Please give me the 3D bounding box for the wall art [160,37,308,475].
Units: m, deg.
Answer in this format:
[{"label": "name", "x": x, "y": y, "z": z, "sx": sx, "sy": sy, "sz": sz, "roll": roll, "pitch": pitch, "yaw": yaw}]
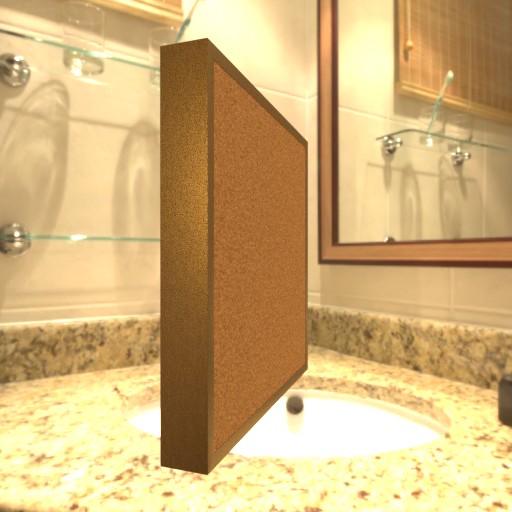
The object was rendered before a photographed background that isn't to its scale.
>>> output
[{"label": "wall art", "x": 0.000, "y": 0.000, "z": 0.458, "sx": 0.038, "sy": 0.305, "sz": 0.304, "roll": 0, "pitch": 0, "yaw": 20}]
